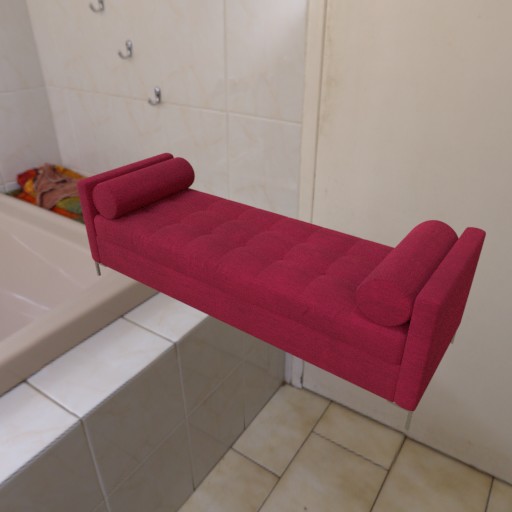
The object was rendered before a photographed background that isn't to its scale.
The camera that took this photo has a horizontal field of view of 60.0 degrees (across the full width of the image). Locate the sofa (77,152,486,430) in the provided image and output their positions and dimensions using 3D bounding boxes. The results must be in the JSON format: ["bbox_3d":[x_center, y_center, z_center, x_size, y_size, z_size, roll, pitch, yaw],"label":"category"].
[{"bbox_3d":[0.000,0.000,2.329,1.981,0.635,0.686,20,35,31],"label":"sofa"}]
